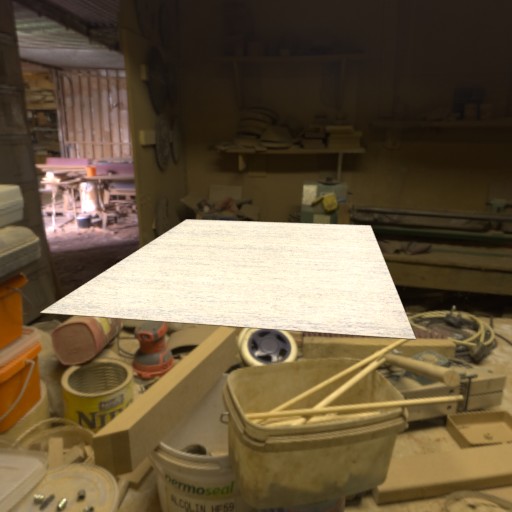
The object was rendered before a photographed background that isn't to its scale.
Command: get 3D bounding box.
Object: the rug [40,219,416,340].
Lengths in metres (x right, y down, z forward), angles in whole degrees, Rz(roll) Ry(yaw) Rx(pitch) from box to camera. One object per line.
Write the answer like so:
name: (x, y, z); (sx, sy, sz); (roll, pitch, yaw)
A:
rug: (0.000, 0.000, 4.325); (2.438, 0.006, 3.197); (3, 16, 9)
